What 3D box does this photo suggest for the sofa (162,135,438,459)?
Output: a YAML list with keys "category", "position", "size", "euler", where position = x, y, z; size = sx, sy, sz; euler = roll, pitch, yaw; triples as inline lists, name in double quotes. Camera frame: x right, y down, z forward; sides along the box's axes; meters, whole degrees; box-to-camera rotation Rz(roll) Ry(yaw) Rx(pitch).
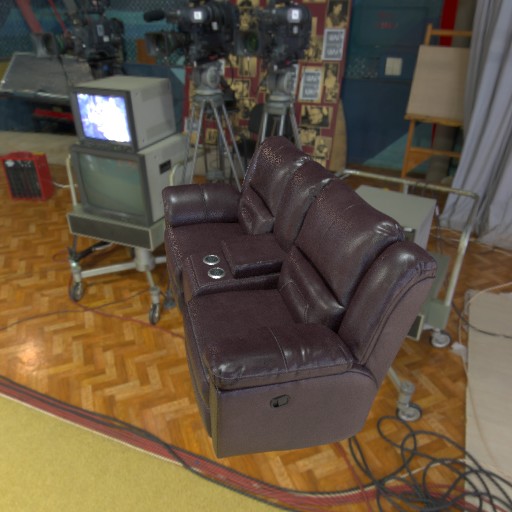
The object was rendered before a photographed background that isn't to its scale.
- category: "sofa"
  position: [0.000, 0.000, 2.645]
  size: [0.991, 1.043, 2.058]
  euler: [-8, 31, -14]
